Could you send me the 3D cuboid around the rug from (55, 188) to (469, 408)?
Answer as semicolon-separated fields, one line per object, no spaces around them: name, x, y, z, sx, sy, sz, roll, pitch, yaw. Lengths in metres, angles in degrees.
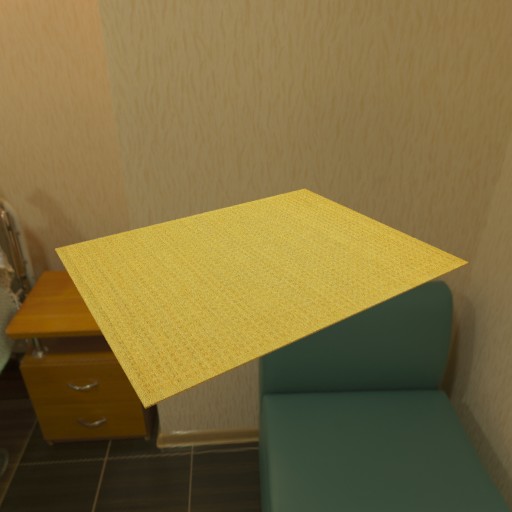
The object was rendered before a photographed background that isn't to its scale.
rug;0.000;0.000;4.370;3.242;0.015;2.486;-17;33;-29
